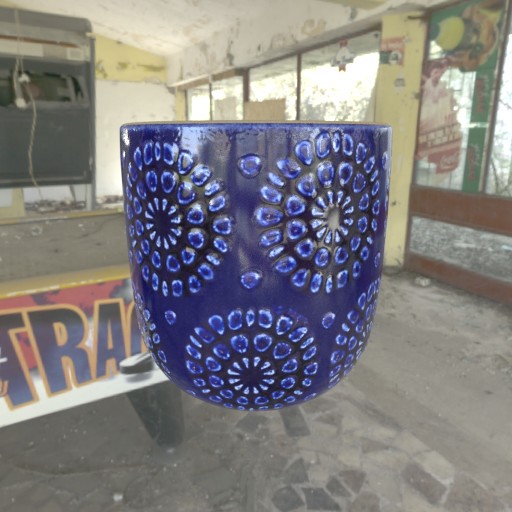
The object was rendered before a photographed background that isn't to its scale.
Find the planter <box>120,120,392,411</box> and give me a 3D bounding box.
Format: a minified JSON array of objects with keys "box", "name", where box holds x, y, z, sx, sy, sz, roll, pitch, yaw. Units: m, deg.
[{"box":[0.000,0.000,0.197,0.109,0.112,0.109,0,15,0],"name":"planter"}]
